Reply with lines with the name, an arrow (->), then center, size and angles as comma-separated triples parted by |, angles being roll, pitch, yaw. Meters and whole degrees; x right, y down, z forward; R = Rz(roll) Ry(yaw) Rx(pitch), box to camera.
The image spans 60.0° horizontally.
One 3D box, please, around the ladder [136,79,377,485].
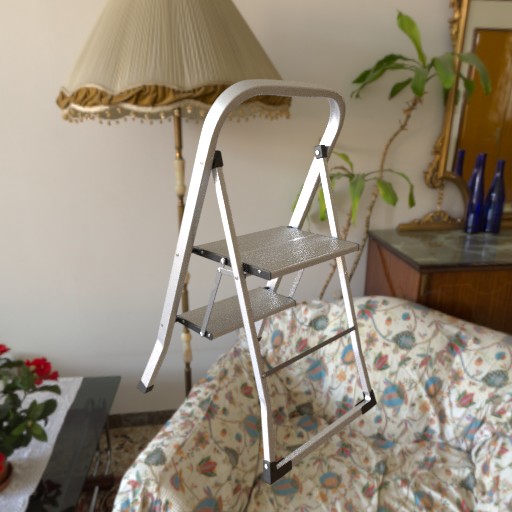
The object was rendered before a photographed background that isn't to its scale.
ladder -> 0.000, 0.000, 1.143 | 0.465, 0.830, 0.530 | -16, 23, -41
